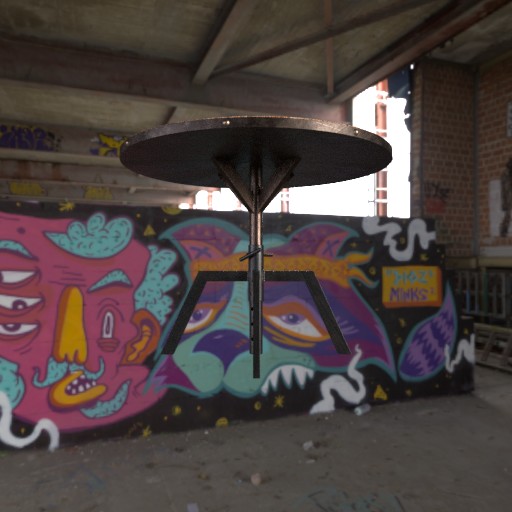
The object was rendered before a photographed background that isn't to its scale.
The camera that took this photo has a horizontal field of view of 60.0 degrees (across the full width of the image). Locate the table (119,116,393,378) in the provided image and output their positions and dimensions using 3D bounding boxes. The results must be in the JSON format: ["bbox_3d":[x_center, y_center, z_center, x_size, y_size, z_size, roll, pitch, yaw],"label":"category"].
[{"bbox_3d":[0.000,0.000,1.497,0.885,0.658,0.885,0,-1,0],"label":"table"}]
